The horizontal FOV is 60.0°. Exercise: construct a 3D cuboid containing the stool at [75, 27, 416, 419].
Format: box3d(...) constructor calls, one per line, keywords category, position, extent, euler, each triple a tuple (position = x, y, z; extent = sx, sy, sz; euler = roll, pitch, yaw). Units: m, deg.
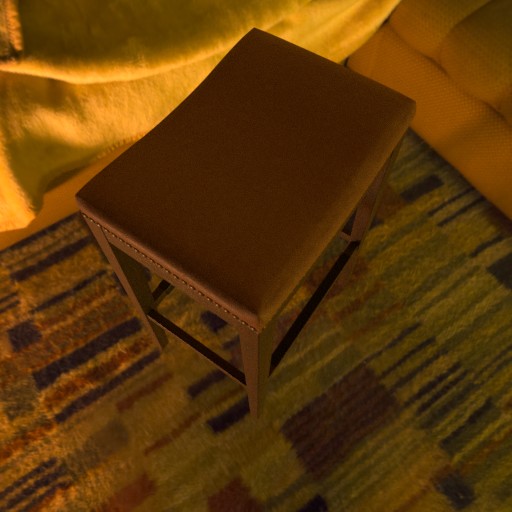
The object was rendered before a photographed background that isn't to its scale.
box3d(category="stool", position=(0.000, 0.000, 1.012), extent=(0.361, 0.759, 0.500), euler=(32, 67, 15))
